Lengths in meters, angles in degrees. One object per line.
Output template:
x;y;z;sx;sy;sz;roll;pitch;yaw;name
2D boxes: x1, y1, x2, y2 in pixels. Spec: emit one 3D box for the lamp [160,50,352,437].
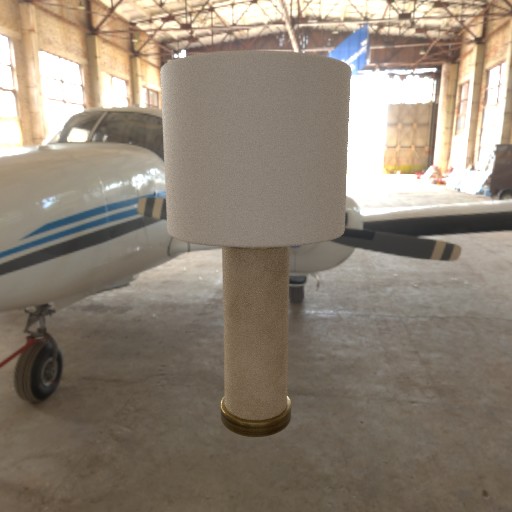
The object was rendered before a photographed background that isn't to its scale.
0.000;0.000;0.788;0.305;0.634;0.305;-12;18;-43;lamp
